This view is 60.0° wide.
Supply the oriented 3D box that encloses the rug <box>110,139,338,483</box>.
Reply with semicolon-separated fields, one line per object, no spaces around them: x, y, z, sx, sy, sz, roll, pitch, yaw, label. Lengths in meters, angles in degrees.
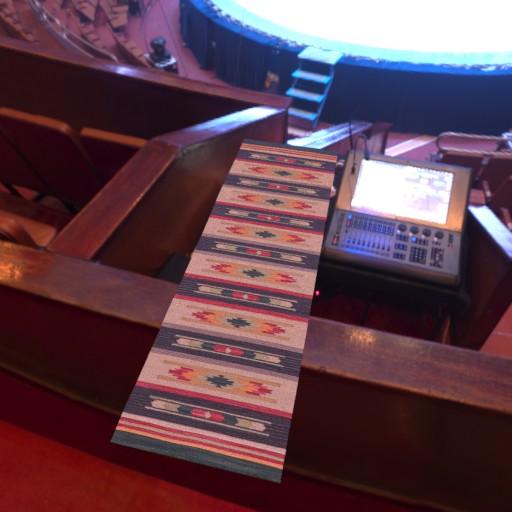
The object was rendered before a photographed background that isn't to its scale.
0.000;0.000;2.686;0.760;0.009;2.440;9;48;9;rug
